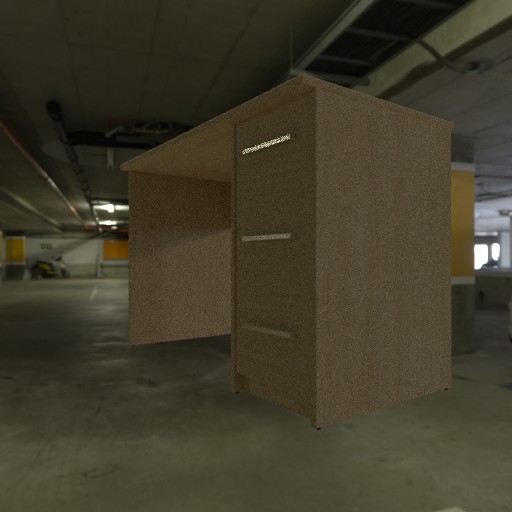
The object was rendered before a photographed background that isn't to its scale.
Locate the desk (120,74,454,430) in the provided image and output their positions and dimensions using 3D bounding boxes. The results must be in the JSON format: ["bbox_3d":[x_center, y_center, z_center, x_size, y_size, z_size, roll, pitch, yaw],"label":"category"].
[{"bbox_3d":[0.000,0.000,1.508,0.560,0.735,1.097,0,0,-36],"label":"desk"}]
